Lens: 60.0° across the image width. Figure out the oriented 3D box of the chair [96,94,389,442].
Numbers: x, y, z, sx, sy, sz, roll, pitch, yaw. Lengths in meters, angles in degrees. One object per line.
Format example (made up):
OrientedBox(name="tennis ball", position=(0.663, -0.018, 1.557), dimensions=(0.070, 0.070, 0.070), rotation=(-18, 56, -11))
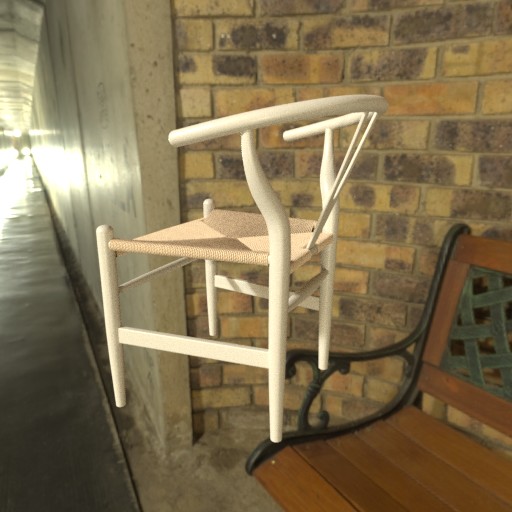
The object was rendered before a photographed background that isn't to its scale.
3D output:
OrientedBox(name="chair", position=(0.000, 0.000, 1.100), dimensions=(0.579, 0.730, 0.569), rotation=(7, 17, 25))
